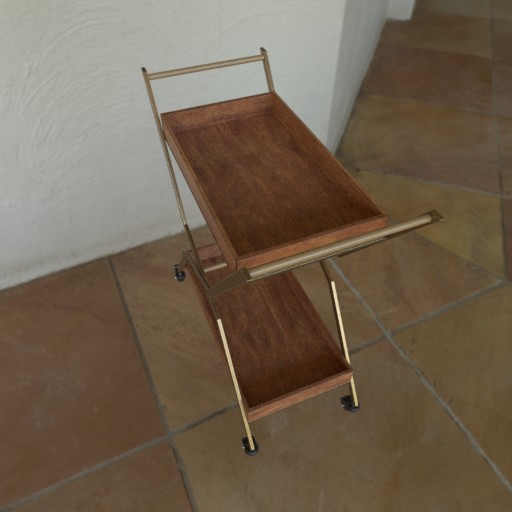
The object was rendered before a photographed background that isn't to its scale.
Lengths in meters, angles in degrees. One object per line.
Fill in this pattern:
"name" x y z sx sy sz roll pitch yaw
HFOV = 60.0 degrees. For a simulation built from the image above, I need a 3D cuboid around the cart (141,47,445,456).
"cart" 0.000 0.000 1.311 0.405 0.869 0.836 -17 49 -15
